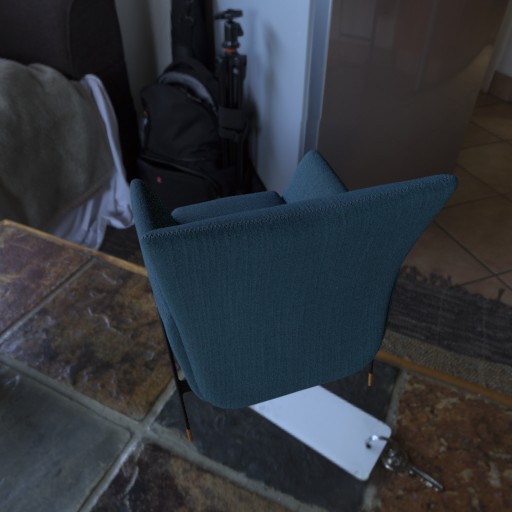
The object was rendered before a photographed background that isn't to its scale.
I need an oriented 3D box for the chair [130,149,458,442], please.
[{"bbox_3d":[0.000,0.000,1.392,0.678,0.859,0.769,-12,43,-14],"label":"chair"}]
